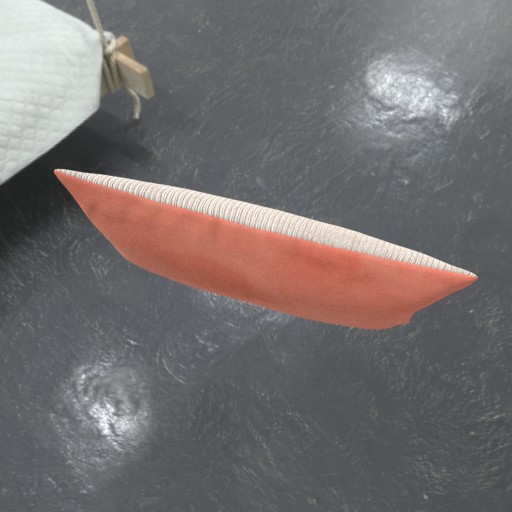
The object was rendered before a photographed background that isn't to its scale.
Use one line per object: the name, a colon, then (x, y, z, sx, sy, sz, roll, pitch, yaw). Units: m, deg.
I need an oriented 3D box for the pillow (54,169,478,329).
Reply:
pillow: (0.000, 0.000, 0.753, 0.608, 0.307, 0.155, 15, 64, 8)
